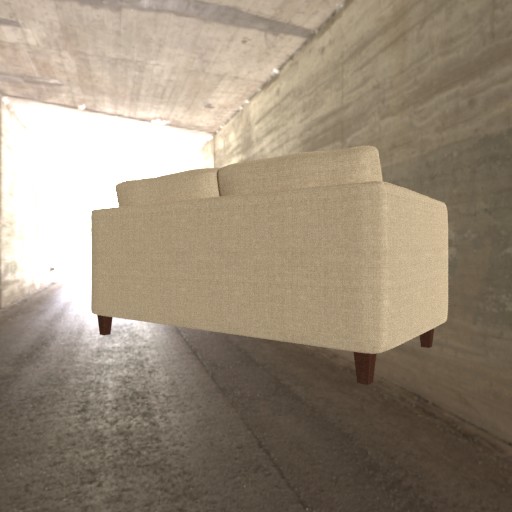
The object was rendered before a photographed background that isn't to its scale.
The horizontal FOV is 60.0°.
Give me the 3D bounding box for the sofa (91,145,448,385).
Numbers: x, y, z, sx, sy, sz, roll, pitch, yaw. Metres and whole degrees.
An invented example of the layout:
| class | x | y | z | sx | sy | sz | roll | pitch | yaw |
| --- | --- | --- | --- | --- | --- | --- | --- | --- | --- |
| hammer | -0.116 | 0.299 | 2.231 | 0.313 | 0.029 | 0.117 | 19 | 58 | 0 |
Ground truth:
| class | x | y | z | sx | sy | sz | roll | pitch | yaw |
| --- | --- | --- | --- | --- | --- | --- | --- | --- | --- |
| sofa | 0.000 | 0.000 | 2.530 | 1.884 | 0.963 | 0.950 | 0 | 1 | 37 |
